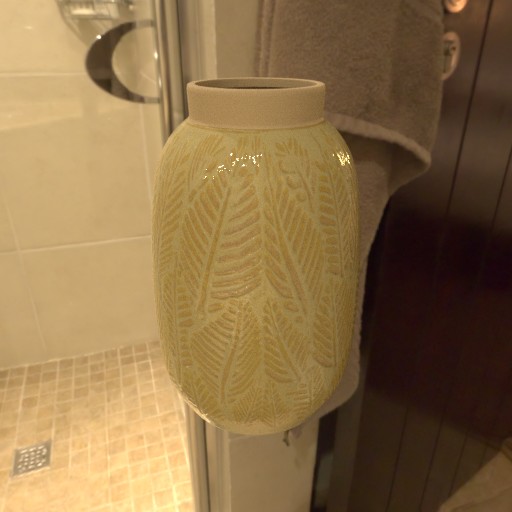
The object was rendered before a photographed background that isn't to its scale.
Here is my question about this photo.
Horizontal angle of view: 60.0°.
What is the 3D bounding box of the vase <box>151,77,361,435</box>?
[{"bbox_3d":[0.000,0.000,0.369,0.172,0.270,0.172,0,26,0],"label":"vase"}]
